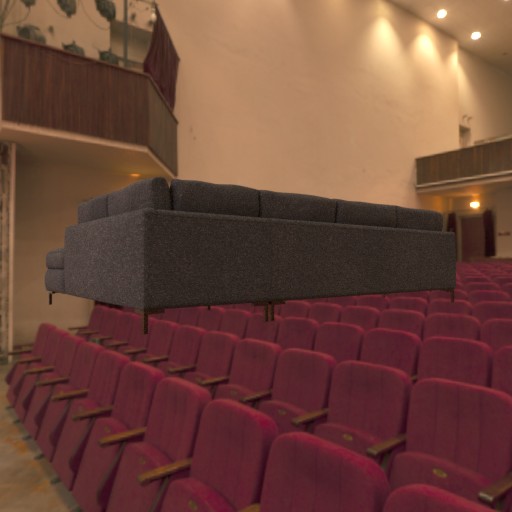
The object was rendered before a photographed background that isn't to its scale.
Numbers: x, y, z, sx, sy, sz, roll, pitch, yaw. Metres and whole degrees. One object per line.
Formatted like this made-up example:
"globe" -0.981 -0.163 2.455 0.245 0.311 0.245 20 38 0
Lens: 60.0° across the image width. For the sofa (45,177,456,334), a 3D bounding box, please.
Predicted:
"sofa" 0.000 0.000 3.802 2.949 0.815 2.007 1 -1 -37
